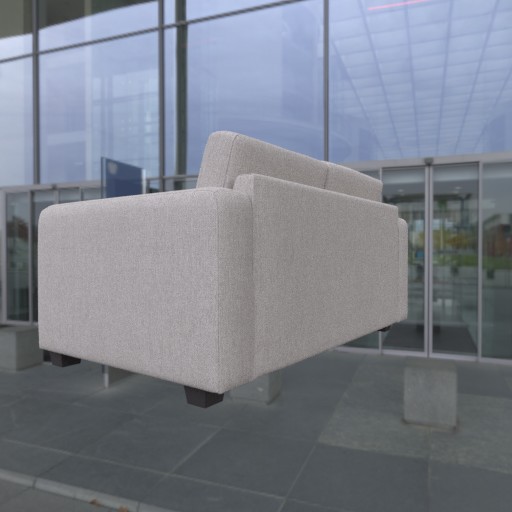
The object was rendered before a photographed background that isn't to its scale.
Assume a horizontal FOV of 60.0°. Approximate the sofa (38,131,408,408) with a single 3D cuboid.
[{"bbox_3d":[0.000,0.000,1.977,0.900,0.800,1.540,1,1,36],"label":"sofa"}]
